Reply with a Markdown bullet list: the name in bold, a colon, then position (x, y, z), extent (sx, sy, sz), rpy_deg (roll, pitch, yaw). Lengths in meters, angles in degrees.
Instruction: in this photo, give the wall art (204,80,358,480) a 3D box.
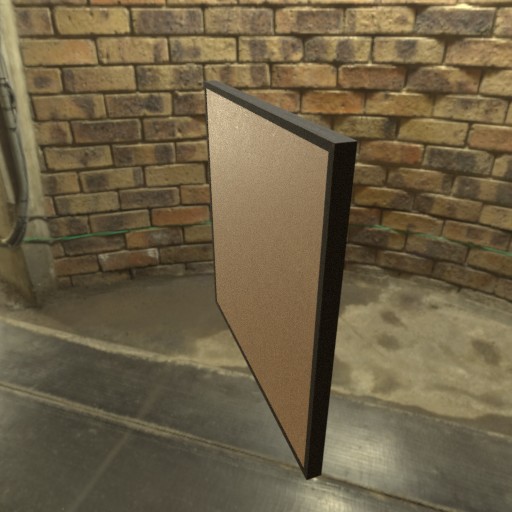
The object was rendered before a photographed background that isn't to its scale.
- **wall art**: position (0.000, 0.000, 1.143), extent (0.038, 0.762, 0.762), rpy_deg (-10, 30, -18)
